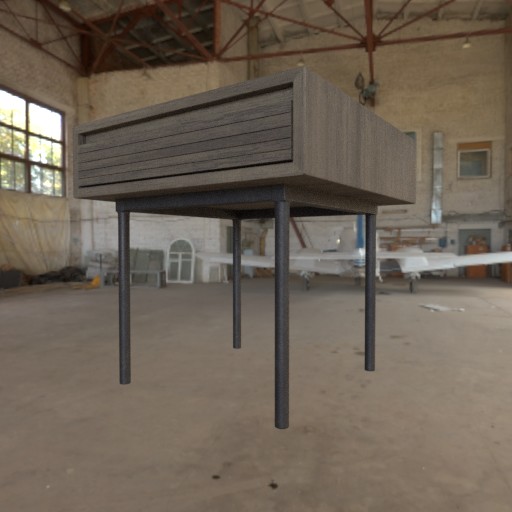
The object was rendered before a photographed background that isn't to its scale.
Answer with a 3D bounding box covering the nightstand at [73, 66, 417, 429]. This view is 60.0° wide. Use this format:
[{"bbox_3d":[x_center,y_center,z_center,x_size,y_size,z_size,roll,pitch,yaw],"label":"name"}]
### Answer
[{"bbox_3d":[0.000,0.000,0.908,0.502,0.497,0.503,1,2,35],"label":"nightstand"}]
